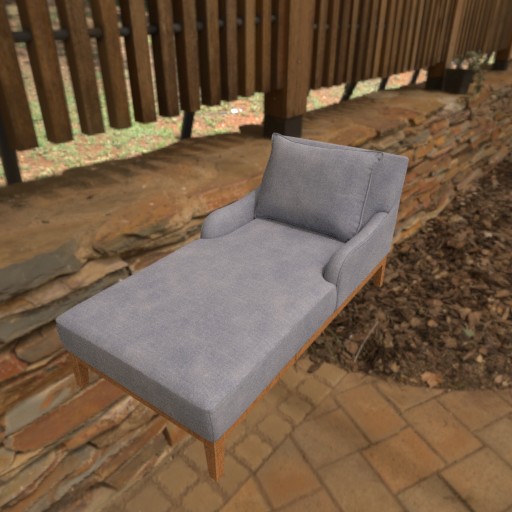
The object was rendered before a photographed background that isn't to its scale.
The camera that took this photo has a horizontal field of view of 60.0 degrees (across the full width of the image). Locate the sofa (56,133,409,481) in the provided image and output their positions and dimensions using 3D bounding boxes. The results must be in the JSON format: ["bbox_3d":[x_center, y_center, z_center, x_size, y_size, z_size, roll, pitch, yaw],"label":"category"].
[{"bbox_3d":[0.000,0.000,2.277,0.904,0.883,1.779,19,34,30],"label":"sofa"}]
